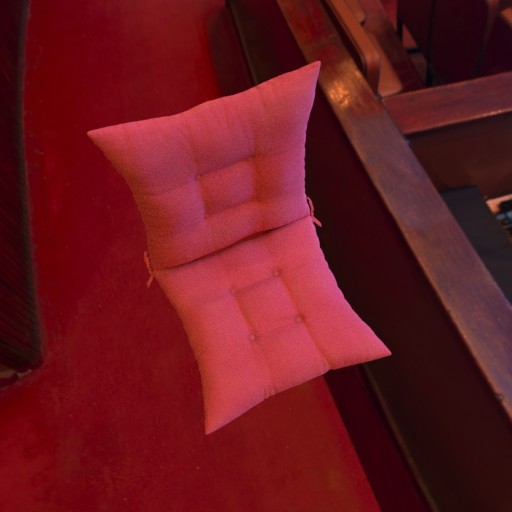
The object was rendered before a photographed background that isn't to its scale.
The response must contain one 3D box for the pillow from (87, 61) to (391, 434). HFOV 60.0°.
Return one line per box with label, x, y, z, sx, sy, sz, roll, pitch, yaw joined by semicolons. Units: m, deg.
pillow;0.000;0.000;1.021;0.541;0.536;0.585;-20;64;-10
